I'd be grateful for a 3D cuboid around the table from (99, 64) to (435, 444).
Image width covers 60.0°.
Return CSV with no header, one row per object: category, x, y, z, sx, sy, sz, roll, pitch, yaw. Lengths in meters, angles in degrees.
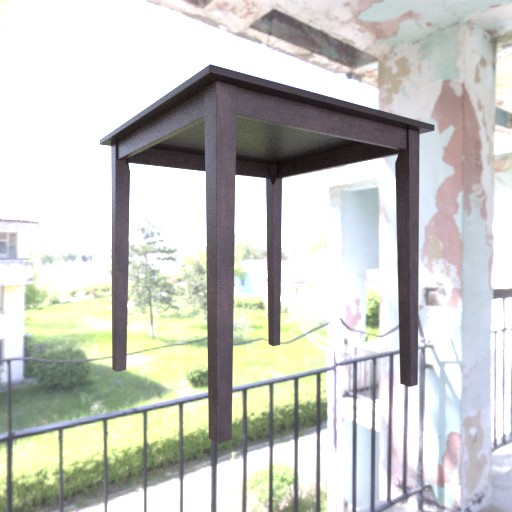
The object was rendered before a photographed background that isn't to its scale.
table,0.000,0.000,1.392,0.749,0.770,0.749,-1,1,-35
